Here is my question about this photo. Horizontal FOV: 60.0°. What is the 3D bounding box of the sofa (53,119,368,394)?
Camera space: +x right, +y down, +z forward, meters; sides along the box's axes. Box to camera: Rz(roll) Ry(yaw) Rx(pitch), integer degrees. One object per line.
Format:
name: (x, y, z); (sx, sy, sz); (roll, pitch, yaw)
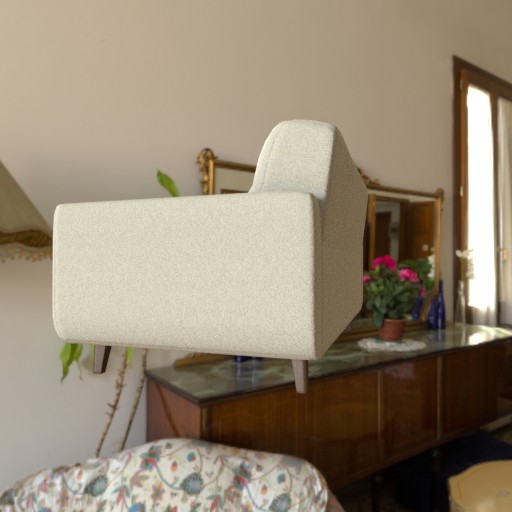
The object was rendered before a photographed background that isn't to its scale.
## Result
sofa: (0.000, 0.000, 2.171); (0.980, 0.892, 1.655); (0, -1, 18)
